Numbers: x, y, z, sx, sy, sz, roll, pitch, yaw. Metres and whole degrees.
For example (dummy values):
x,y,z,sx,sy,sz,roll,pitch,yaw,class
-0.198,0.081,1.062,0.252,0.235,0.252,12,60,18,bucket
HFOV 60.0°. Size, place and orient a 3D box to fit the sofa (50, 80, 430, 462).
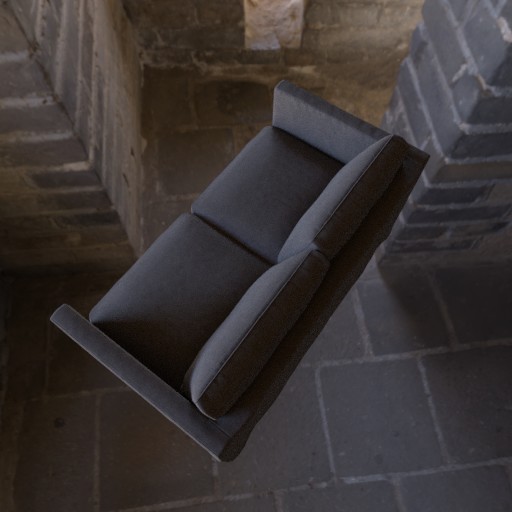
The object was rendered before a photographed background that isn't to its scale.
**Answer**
x,y,z,sx,sy,sz,roll,pitch,yaw,class
0.000,0.000,2.349,0.974,0.854,1.802,33,68,15,sofa
